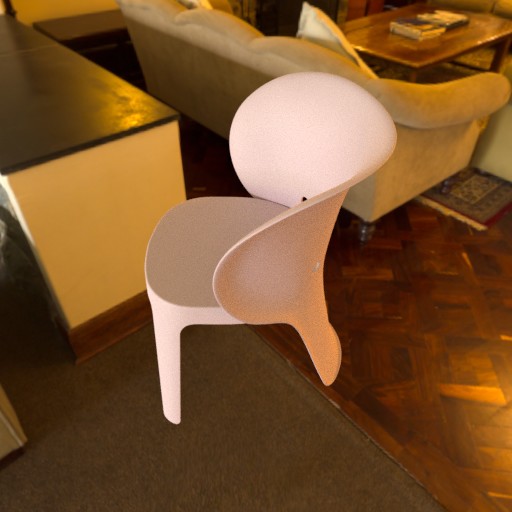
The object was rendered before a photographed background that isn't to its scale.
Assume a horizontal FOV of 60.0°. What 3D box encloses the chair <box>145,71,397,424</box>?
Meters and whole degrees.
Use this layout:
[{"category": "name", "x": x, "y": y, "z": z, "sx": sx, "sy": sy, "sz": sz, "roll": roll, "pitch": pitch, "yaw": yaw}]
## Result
[{"category": "chair", "x": 0.000, "y": 0.000, "z": 0.834, "sx": 0.402, "sy": 0.554, "sz": 0.451, "roll": 0, "pitch": 41, "yaw": 0}]
